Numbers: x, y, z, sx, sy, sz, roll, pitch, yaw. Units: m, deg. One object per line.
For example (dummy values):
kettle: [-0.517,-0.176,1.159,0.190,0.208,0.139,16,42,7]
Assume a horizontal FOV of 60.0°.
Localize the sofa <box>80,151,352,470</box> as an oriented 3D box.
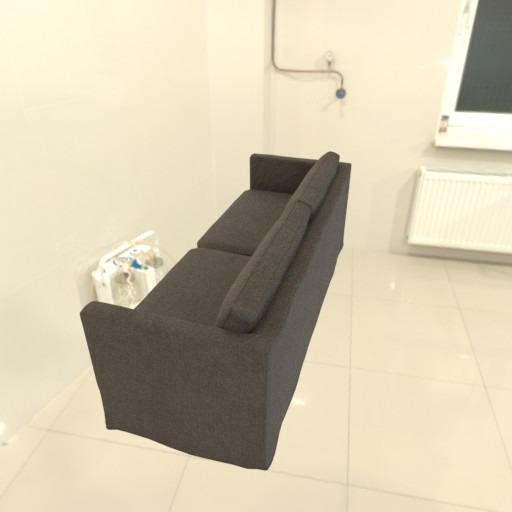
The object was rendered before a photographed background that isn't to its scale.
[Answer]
sofa: [0.000,0.000,3.368,1.036,0.998,2.779,9,32,16]
